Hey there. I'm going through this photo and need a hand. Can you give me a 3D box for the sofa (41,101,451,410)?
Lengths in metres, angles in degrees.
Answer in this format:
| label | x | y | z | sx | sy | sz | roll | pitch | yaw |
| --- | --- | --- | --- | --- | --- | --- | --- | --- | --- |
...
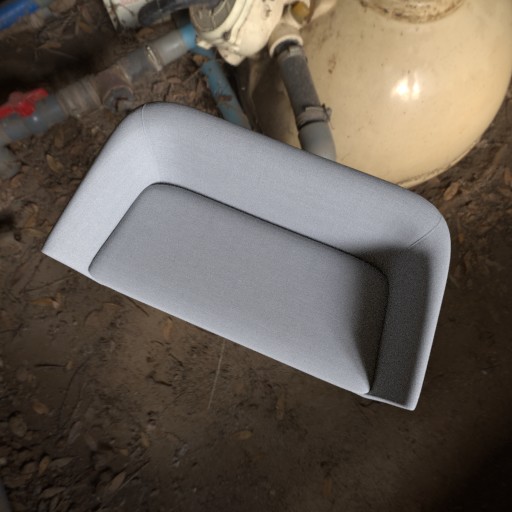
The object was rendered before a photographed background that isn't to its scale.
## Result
| label | x | y | z | sx | sy | sz | roll | pitch | yaw |
| --- | --- | --- | --- | --- | --- | --- | --- | --- | --- |
| sofa | 0.000 | 0.000 | 1.853 | 1.452 | 0.721 | 0.705 | 22 | 77 | 6 |
